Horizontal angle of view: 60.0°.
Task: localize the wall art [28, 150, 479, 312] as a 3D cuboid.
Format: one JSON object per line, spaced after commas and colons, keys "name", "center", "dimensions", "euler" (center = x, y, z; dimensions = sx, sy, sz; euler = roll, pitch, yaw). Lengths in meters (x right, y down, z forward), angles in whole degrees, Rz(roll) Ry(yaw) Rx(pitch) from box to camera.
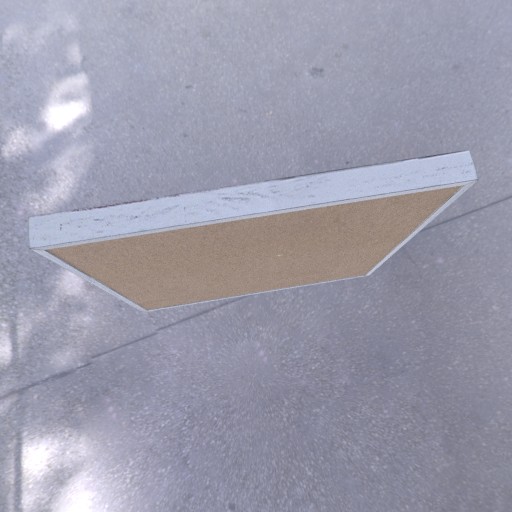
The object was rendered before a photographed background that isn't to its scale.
{"name": "wall art", "center": [0.000, 0.000, 0.744], "dimensions": [0.508, 0.508, 0.038], "euler": [-9, 75, -2]}
